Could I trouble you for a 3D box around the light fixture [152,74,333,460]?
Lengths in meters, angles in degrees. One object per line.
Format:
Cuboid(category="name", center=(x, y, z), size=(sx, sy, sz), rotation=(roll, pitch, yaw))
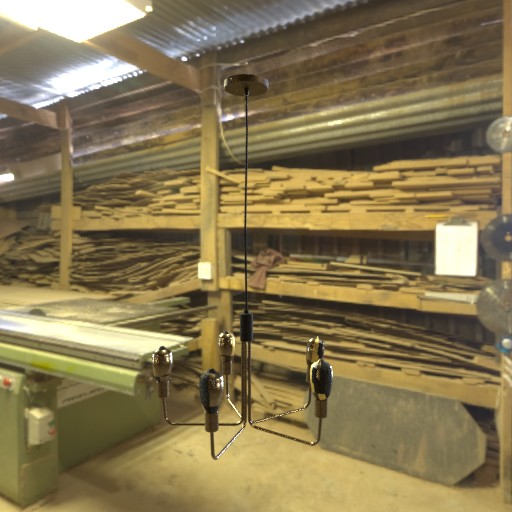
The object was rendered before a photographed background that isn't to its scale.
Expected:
Cuboid(category="light fixture", center=(0.000, 0.000, 1.361), size=(0.532, 1.059, 0.588), rotation=(1, 2, 37))
